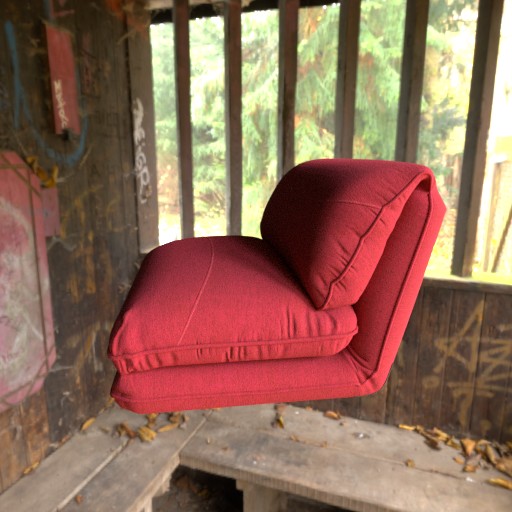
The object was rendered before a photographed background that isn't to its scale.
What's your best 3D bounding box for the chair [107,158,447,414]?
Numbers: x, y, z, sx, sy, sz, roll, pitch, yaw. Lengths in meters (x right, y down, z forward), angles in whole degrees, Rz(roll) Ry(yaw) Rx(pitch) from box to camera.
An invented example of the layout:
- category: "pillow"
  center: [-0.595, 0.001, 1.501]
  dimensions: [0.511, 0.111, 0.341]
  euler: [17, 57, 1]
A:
- category: "chair"
  center: [0.000, 0.000, 1.354]
  dimensions: [0.780, 0.580, 0.820]
  euler: [-2, 13, -8]
